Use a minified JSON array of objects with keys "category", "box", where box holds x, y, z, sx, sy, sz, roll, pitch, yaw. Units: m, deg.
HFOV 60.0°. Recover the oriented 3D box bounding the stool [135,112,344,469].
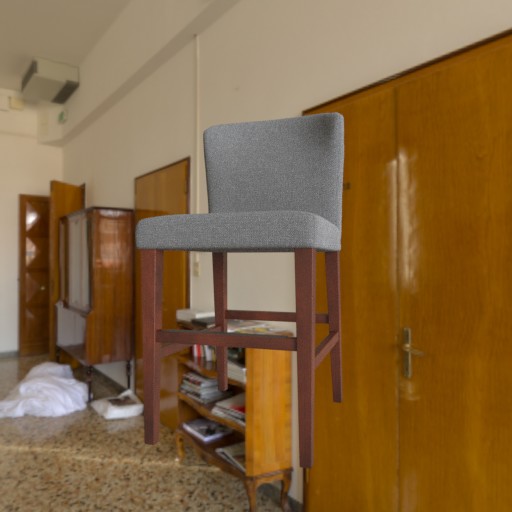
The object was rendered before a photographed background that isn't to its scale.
[{"category":"stool","box":[0.000,0.000,1.316,0.479,0.968,0.568,0,0,18]}]
